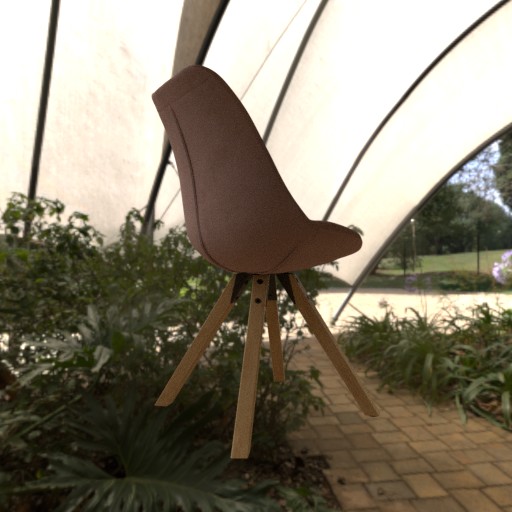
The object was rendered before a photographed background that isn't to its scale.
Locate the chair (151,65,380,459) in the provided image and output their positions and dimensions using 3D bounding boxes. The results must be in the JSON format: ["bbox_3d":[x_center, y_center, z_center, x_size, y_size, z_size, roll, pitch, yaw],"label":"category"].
[{"bbox_3d":[0.000,0.000,1.212,0.550,0.850,0.485,0,0,-36],"label":"chair"}]
